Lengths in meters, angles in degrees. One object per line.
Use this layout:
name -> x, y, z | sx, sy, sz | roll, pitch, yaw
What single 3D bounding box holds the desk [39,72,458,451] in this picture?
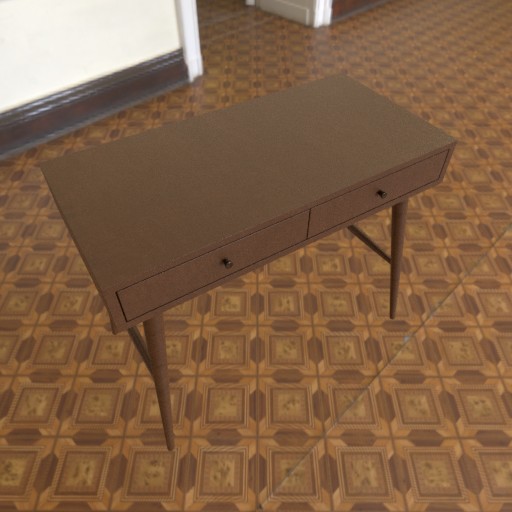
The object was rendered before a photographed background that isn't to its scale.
desk -> 0.000, 0.000, 1.385 | 0.949, 0.758, 0.510 | -24, 51, -21
